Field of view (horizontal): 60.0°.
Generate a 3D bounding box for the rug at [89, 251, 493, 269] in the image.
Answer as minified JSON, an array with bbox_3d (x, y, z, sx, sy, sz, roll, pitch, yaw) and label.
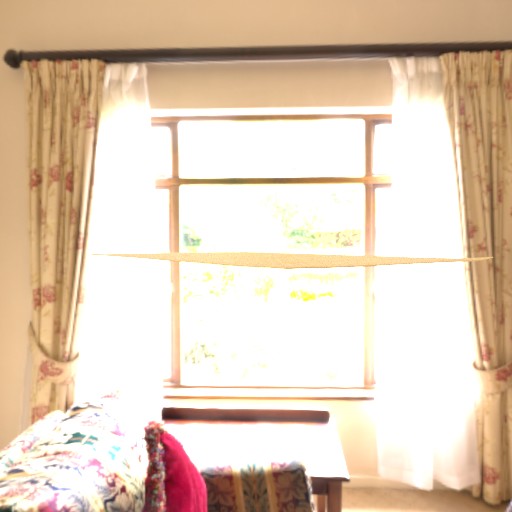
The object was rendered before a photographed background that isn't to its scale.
[{"bbox_3d":[0.000,0.000,3.001,1.518,0.023,2.434,-1,2,-36],"label":"rug"}]
